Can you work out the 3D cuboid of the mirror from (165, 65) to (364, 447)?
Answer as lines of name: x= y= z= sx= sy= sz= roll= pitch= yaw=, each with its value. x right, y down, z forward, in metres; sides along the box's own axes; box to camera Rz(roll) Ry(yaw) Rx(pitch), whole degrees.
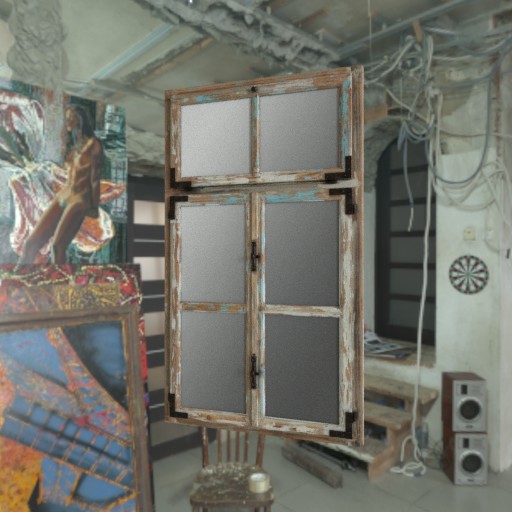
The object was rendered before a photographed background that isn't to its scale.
mirror: x=0.000 y=0.000 z=1.508 sx=0.707 sy=1.213 sz=0.083 roll=0 pitch=0 yaw=18
